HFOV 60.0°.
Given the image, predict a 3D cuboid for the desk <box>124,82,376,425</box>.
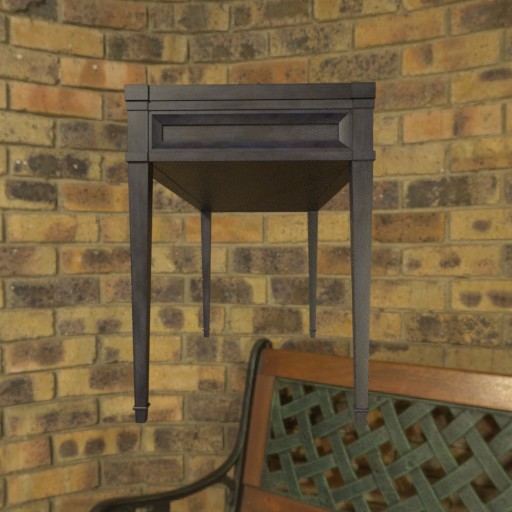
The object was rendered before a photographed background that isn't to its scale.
[{"bbox_3d":[0.000,0.000,1.751,0.630,0.861,1.289,0,0,2],"label":"desk"}]
